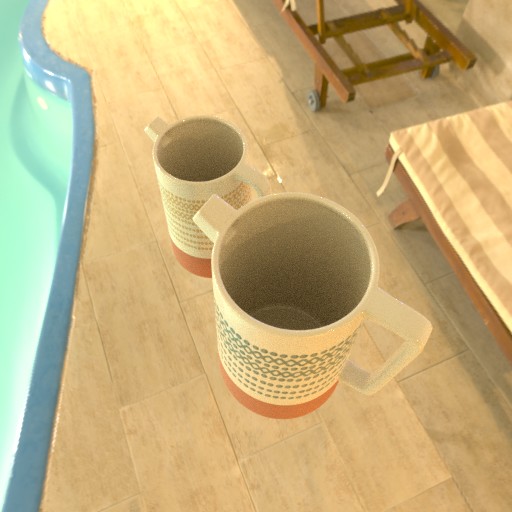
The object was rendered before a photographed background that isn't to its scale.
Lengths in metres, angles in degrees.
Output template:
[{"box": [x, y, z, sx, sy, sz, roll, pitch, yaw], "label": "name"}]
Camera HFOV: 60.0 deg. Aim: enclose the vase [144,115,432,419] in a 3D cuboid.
[{"box": [0.000, 0.000, 0.460, 0.168, 0.247, 0.326, -15, 60, -9], "label": "vase"}]
